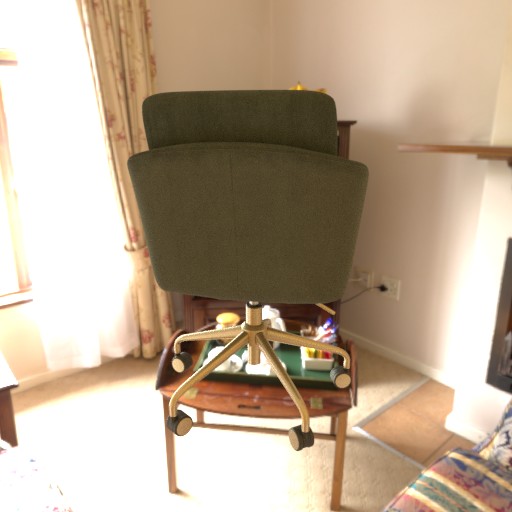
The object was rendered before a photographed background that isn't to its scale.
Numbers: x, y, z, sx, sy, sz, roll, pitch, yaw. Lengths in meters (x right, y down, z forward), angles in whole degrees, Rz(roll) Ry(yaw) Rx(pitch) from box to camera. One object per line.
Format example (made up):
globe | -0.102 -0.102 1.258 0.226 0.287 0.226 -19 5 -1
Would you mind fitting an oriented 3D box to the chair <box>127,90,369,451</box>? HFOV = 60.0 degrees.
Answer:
chair | 0.000 0.000 1.356 0.641 0.908 0.635 3 16 10
